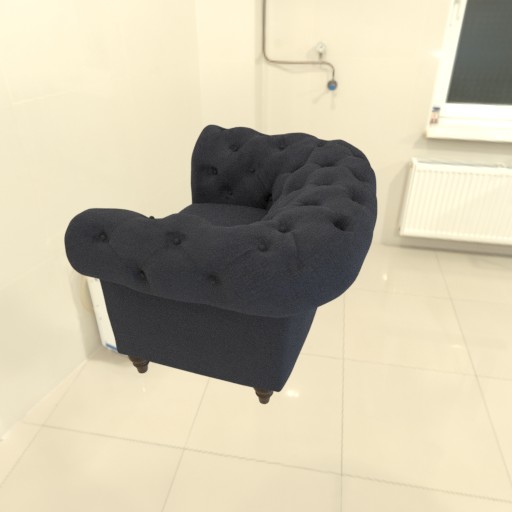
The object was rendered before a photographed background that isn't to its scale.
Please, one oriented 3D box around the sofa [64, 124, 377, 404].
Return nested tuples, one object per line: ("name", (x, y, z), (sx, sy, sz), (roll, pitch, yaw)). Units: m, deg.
("sofa", (0.000, 0.000, 2.080), (1.032, 0.878, 1.405), (9, 32, 15))
